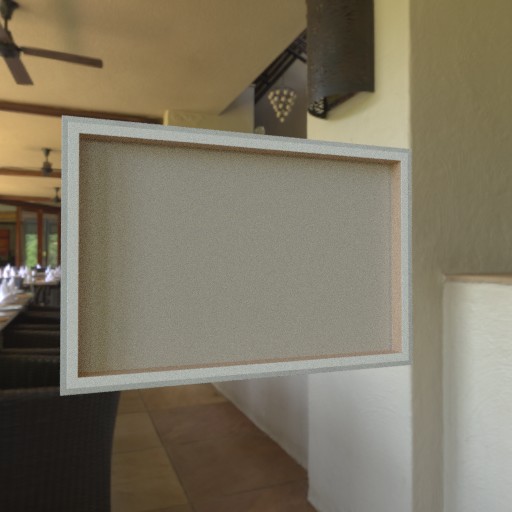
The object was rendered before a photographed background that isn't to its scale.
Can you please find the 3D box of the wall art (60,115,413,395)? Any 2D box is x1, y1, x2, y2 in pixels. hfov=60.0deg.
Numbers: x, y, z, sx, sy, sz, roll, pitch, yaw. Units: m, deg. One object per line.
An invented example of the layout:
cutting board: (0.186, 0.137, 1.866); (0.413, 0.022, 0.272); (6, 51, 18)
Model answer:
wall art: (0.000, 0.000, 0.758); (0.609, 0.407, 0.038); (0, -1, -19)
